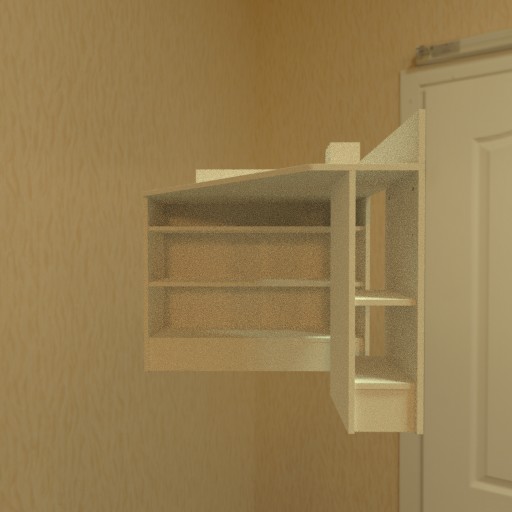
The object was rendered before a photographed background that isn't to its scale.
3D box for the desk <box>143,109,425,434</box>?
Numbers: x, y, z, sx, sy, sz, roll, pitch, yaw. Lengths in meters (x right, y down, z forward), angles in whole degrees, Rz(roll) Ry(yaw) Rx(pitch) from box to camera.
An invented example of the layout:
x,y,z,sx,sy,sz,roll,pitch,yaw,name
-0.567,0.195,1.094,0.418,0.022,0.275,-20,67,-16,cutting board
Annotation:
x,y,z,sx,sy,sz,roll,pitch,yaw,name
0.000,0.000,1.698,0.940,0.986,0.940,0,1,1,desk
